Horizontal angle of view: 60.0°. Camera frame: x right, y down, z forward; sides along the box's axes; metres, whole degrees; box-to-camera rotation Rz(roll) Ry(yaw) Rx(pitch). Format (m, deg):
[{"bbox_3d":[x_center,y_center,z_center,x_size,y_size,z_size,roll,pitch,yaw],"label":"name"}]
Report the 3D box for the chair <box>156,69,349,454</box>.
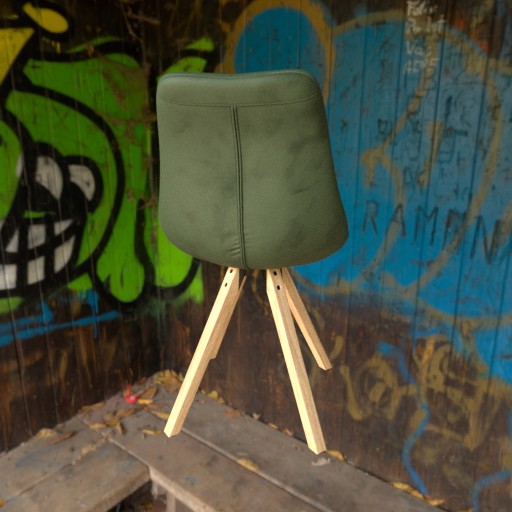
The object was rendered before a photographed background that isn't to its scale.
[{"bbox_3d":[0.000,0.000,1.196,0.483,0.865,0.547,3,15,9],"label":"chair"}]
